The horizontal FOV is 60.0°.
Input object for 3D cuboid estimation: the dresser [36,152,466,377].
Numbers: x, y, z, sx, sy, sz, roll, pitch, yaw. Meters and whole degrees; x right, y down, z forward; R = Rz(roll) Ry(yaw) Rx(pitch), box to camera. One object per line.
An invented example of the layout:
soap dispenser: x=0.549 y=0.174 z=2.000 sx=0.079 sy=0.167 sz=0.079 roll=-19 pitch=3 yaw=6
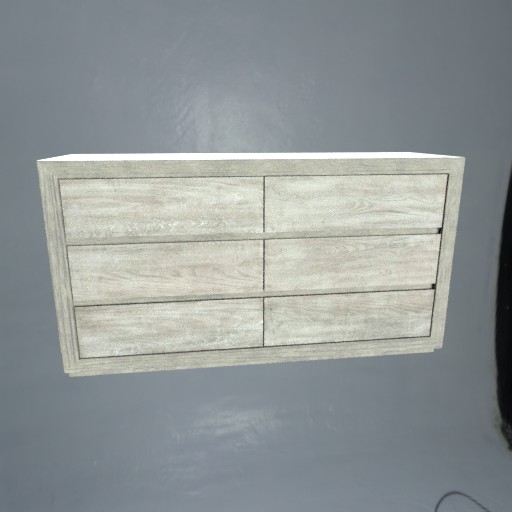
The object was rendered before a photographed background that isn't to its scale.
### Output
dresser: x=0.000 y=0.000 z=2.014 sx=1.628 sy=0.889 sz=0.483 roll=-2 pitch=16 yaw=-8
